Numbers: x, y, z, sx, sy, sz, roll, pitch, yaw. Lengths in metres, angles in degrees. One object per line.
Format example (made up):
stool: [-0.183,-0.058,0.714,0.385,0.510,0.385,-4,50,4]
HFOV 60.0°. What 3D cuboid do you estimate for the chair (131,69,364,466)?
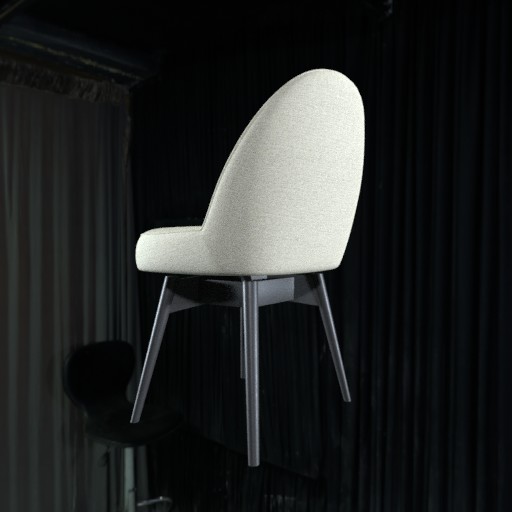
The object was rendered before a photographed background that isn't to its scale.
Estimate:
chair: [0.000,0.000,1.176,0.540,0.838,0.532,1,2,36]
